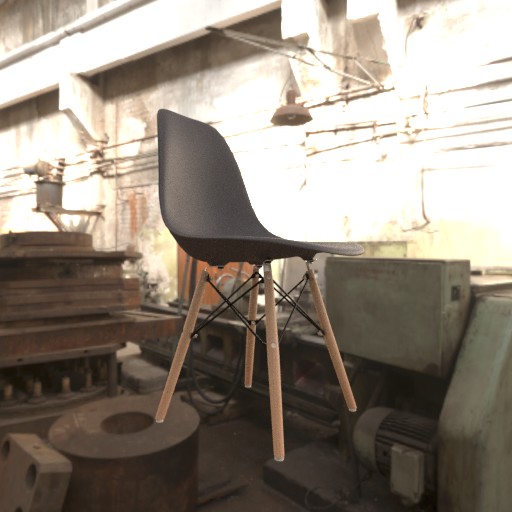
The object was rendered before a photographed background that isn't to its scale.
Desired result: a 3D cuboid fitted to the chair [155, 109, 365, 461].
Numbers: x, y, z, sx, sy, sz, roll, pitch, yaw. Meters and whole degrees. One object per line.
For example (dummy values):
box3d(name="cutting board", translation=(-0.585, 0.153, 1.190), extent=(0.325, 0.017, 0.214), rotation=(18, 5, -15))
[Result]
box3d(name="chair", translation=(0.000, 0.000, 1.154), extent=(0.533, 0.826, 0.470), rotation=(0, 0, 36))
